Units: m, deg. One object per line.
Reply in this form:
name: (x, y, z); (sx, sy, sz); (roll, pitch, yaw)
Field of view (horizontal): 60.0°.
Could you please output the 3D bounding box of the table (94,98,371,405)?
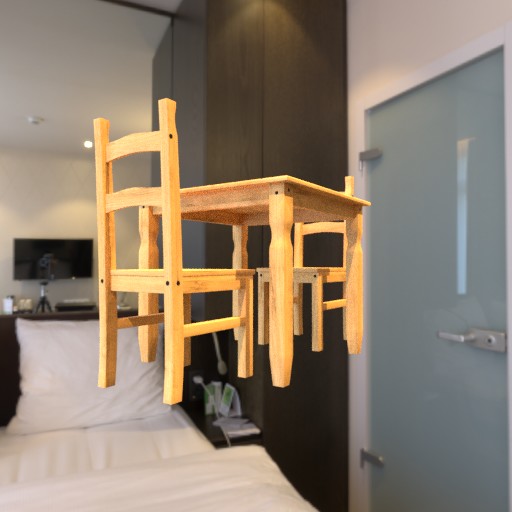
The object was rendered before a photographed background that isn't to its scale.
table: (0.000, 0.000, 2.071); (0.813, 0.942, 1.501); (-1, -1, 34)
